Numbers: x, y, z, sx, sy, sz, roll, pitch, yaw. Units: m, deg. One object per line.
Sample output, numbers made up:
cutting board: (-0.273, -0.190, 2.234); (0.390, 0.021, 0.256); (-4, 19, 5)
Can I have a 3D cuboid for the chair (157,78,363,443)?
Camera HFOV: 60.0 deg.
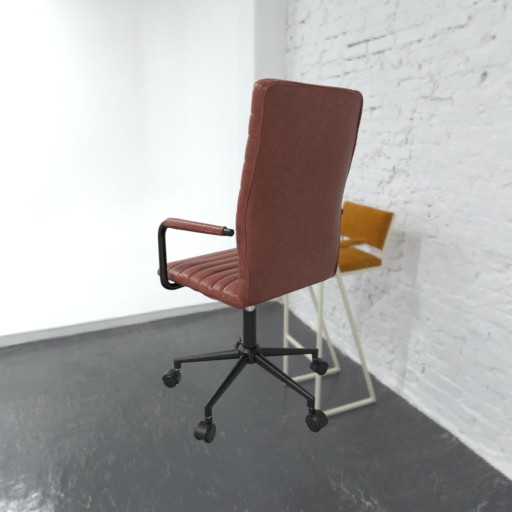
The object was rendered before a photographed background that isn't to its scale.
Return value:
chair: (0.000, 0.000, 1.389); (0.608, 0.979, 0.580); (-14, 20, -42)
